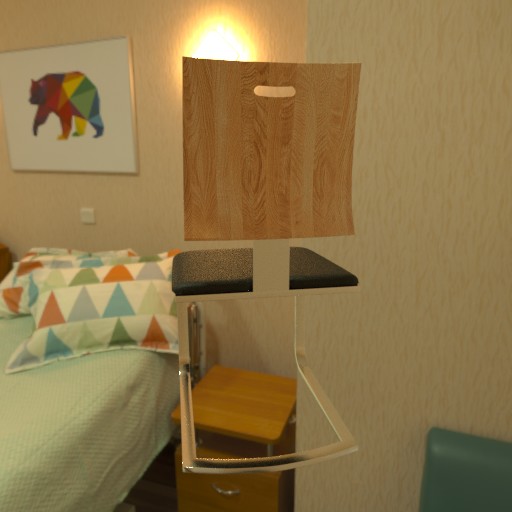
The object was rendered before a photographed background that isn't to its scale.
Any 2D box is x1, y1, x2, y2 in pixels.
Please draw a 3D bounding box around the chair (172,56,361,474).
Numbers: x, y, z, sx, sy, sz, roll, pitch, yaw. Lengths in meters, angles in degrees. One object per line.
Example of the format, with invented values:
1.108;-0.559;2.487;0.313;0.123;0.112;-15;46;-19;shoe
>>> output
0.000;0.000;1.227;0.462;0.936;0.560;-2;14;-10;chair
